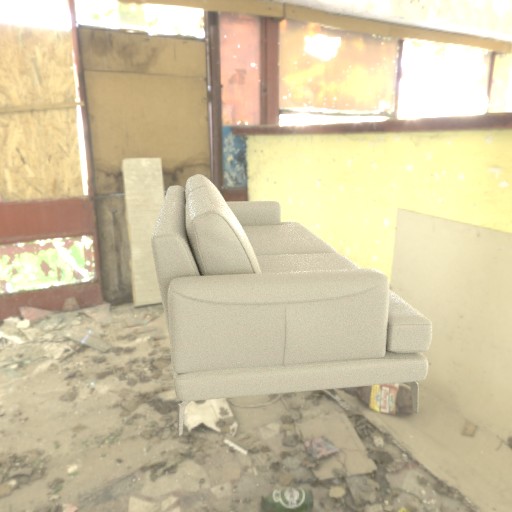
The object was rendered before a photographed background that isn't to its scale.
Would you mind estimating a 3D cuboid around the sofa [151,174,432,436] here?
[{"bbox_3d":[0.000,0.000,2.387,0.974,0.765,1.940,-2,15,-9],"label":"sofa"}]
